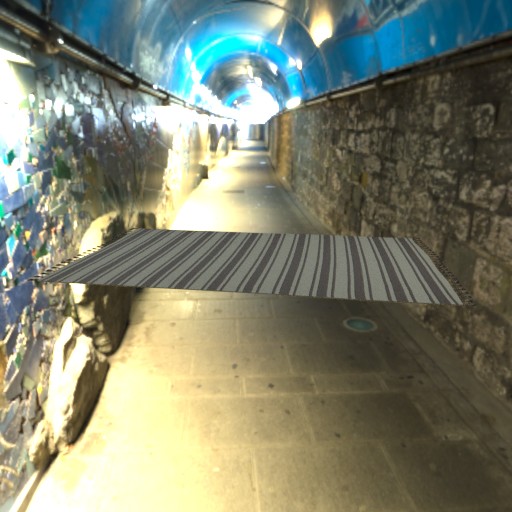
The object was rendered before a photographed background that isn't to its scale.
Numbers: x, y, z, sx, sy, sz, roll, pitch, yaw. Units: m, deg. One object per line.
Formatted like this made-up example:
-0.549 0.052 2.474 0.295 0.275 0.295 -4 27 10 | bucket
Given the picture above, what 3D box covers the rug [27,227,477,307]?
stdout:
0.000 0.000 2.588 2.096 0.011 1.229 3 16 9 | rug
